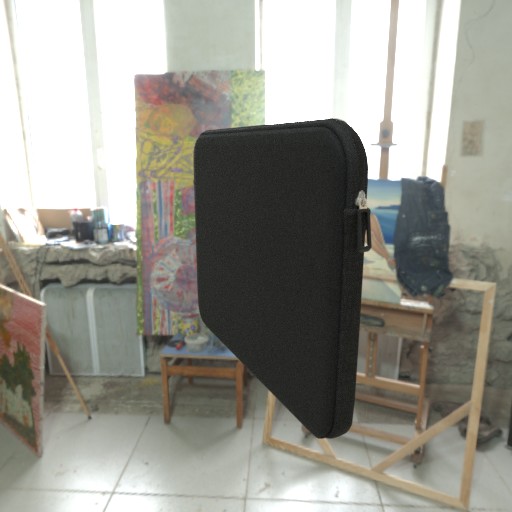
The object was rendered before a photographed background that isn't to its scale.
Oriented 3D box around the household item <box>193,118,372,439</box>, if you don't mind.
[{"bbox_3d":[0.000,0.000,0.540,0.030,0.305,0.396,-7,15,-25],"label":"household item"}]
